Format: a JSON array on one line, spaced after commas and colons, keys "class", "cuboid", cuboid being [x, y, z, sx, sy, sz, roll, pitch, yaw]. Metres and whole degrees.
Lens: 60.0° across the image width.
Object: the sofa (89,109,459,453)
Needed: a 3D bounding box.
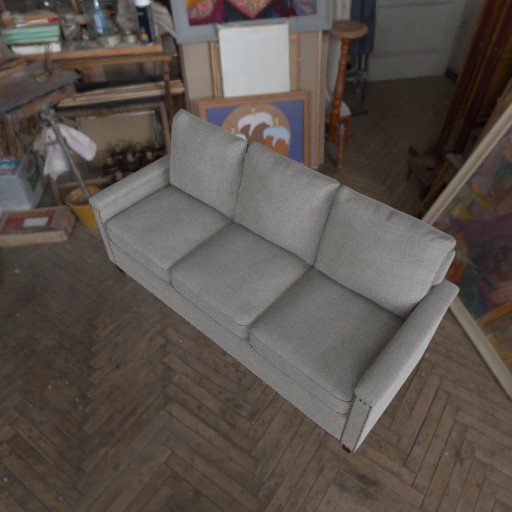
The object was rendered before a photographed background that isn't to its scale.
[{"class": "sofa", "cuboid": [0.000, 0.000, 2.444, 1.925, 0.959, 0.828, 32, 54, 27]}]
